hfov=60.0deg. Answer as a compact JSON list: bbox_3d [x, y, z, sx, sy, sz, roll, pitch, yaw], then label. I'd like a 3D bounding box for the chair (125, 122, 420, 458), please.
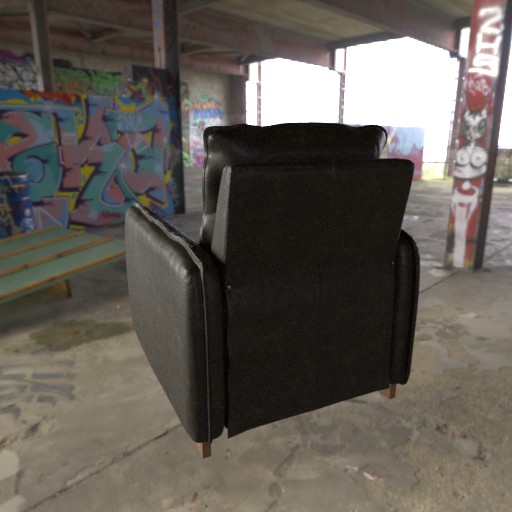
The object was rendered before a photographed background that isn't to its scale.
[{"bbox_3d":[0.000,0.000,1.624,0.830,0.921,0.921,-7,16,-25],"label":"chair"}]
